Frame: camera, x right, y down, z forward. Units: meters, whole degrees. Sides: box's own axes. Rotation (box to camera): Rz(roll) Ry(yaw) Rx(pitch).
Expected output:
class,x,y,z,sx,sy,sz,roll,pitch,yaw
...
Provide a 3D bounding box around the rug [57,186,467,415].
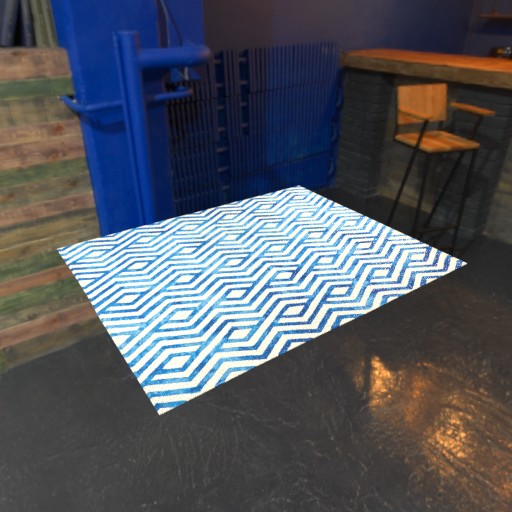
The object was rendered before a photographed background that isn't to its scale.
class,x,y,z,sx,sy,sz,roll,pitch,yaw
rug,0.000,0.000,4.224,3.059,0.008,2.453,-19,35,-30
